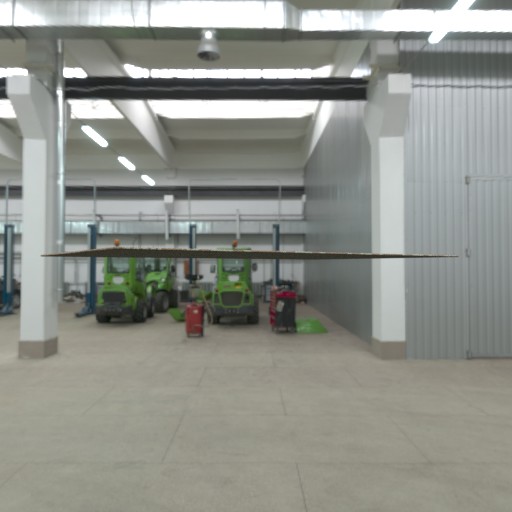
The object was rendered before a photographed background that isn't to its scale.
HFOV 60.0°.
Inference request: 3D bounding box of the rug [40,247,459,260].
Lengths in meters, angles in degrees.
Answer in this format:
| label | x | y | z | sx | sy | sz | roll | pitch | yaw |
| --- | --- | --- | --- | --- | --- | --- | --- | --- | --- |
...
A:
| label | x | y | z | sx | sy | sz | roll | pitch | yaw |
| --- | --- | --- | --- | --- | --- | --- | --- | --- | --- |
| rug | 0.000 | 0.000 | 3.033 | 2.435 | 0.011 | 1.526 | 1 | -2 | -36 |
